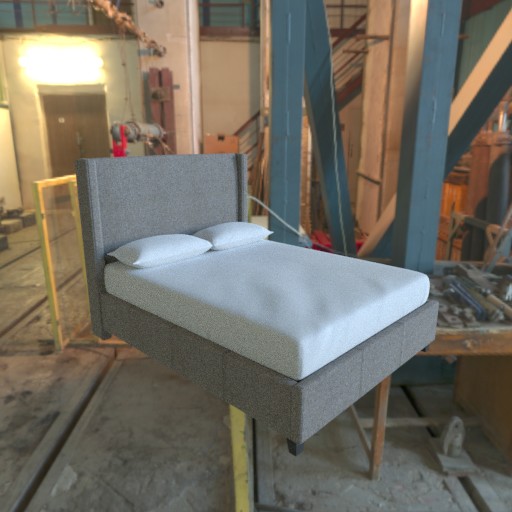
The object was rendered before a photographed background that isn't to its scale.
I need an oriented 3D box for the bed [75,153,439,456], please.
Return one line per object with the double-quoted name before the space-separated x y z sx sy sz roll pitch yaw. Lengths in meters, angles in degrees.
"bed" 0.000 0.000 3.448 2.245 1.481 1.714 14 20 42
